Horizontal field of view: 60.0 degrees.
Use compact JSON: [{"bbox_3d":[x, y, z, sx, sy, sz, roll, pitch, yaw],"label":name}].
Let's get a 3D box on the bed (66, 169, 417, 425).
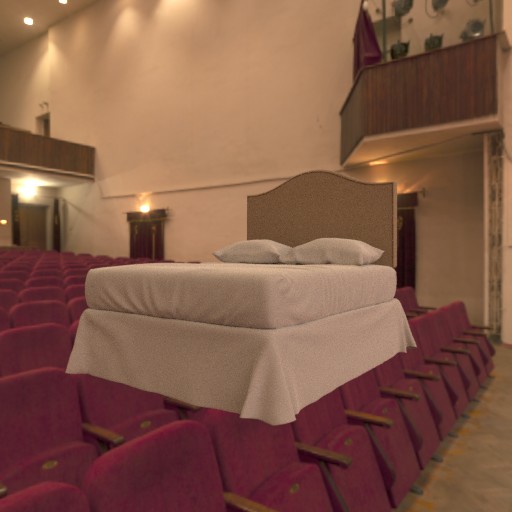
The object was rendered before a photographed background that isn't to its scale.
[{"bbox_3d":[0.000,0.000,3.471,1.876,1.645,2.221,0,0,36],"label":"bed"}]
